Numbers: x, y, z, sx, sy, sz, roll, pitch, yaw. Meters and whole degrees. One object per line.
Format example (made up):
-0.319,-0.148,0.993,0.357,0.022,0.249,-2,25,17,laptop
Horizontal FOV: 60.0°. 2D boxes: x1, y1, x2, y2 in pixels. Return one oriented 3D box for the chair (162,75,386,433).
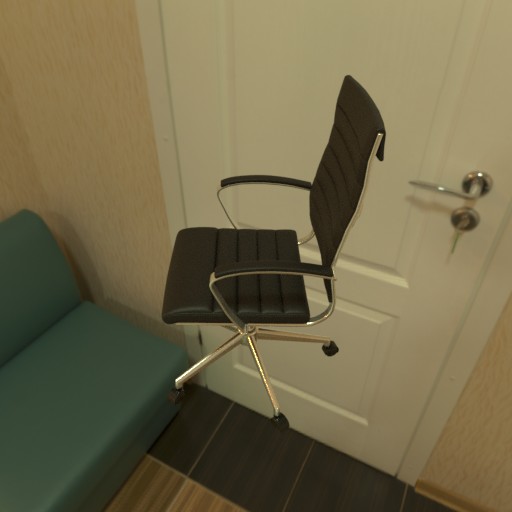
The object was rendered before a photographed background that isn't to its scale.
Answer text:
0.000,0.000,1.625,0.739,1.149,0.766,-1,39,-1,chair
